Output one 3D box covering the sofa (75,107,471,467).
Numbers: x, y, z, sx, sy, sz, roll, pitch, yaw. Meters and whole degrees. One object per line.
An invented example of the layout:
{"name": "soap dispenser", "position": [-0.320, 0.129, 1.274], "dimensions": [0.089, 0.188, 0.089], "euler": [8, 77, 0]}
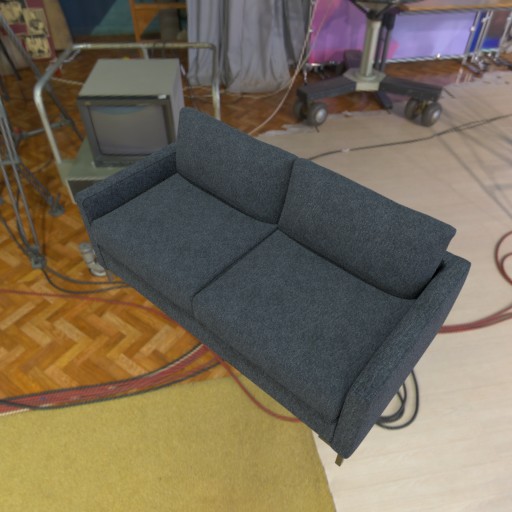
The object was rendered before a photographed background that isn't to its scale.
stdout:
{"name": "sofa", "position": [0.000, 0.000, 2.166], "dimensions": [1.716, 0.862, 0.866], "euler": [31, 53, 27]}
